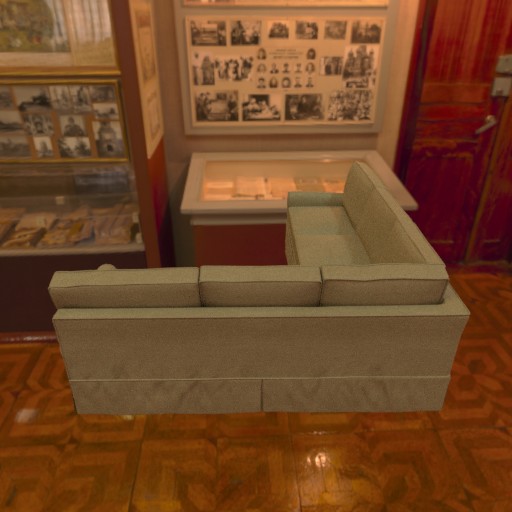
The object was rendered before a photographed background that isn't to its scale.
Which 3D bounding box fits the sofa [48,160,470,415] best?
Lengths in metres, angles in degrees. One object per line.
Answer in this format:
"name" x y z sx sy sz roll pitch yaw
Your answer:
"sofa" 0.000 0.000 3.982 2.623 1.081 2.618 0 29 -1
